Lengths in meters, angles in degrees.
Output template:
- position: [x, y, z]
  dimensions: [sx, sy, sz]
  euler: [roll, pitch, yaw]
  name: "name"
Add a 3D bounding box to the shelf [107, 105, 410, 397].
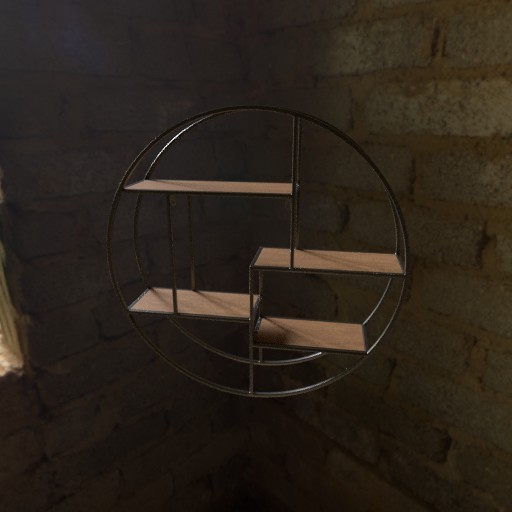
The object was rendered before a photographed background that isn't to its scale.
- position: [0.000, 0.000, 1.380]
  dimensions: [0.888, 0.888, 0.202]
  euler: [3, 19, 9]
  name: "shelf"
